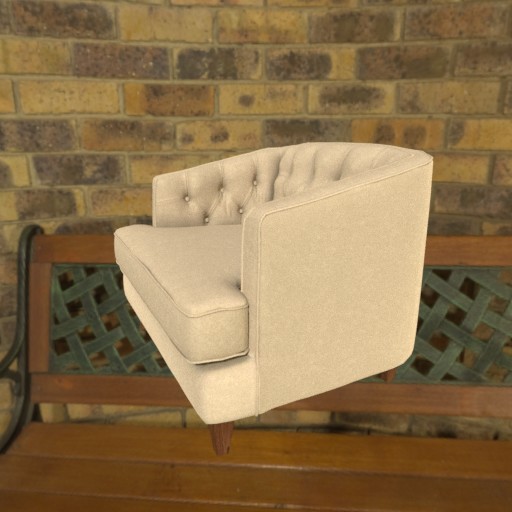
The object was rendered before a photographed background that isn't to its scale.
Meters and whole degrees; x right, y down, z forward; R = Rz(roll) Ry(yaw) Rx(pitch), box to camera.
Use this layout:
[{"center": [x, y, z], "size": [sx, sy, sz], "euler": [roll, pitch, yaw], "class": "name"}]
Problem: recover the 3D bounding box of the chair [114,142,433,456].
[{"center": [0.000, 0.000, 1.737], "size": [0.941, 0.852, 1.104], "euler": [-8, 17, -26], "class": "chair"}]
